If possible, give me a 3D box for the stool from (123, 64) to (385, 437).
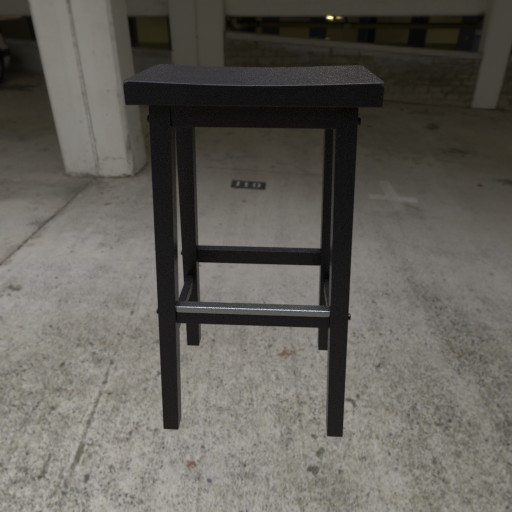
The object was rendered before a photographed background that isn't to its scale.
[{"bbox_3d":[0.000,0.000,0.960,0.406,0.742,0.322,2,29,3],"label":"stool"}]
